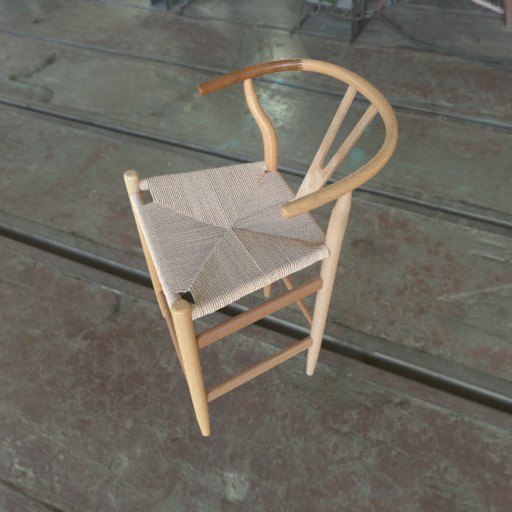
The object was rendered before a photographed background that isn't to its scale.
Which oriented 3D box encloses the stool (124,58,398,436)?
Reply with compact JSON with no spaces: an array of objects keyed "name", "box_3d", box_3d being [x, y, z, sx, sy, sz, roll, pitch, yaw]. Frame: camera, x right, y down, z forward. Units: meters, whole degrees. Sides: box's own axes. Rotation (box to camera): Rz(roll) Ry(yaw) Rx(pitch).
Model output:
[{"name":"stool","box_3d":[0.000,0.000,1.268,0.575,0.923,0.536,-17,49,-15]}]
